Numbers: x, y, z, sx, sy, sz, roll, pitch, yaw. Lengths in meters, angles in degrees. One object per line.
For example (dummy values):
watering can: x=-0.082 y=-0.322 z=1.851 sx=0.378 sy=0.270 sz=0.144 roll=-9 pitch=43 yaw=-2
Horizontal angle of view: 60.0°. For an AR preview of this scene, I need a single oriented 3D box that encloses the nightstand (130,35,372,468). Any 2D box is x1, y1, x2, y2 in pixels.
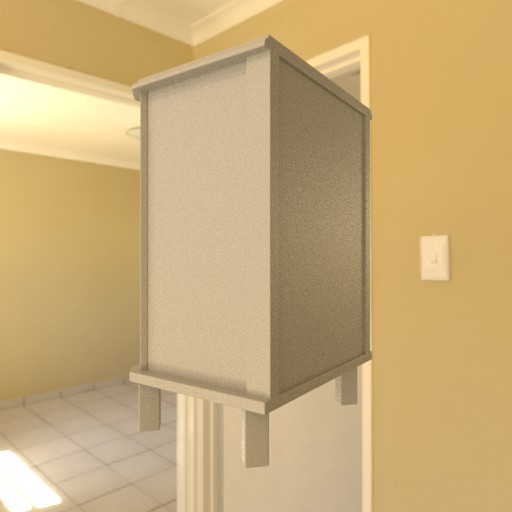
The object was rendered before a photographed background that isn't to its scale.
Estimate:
nightstand: x=0.000 y=0.000 z=0.956 sx=0.350 sy=0.680 sz=0.450 roll=0 pitch=0 yaw=35
